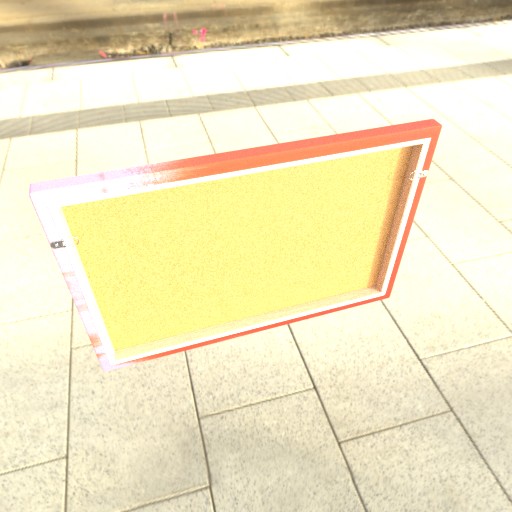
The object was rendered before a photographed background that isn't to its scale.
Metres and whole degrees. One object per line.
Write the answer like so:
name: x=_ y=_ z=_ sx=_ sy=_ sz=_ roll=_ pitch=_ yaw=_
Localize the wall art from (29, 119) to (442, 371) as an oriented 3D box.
wall art: x=0.000 y=0.000 z=1.155 sx=0.913 sy=0.609 sz=0.040 roll=-12 pitch=44 yaw=-13
